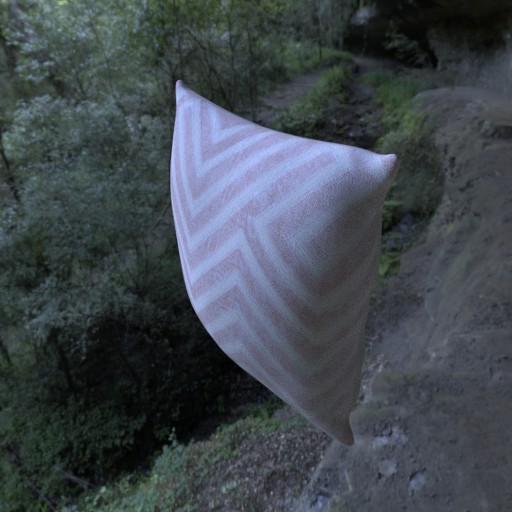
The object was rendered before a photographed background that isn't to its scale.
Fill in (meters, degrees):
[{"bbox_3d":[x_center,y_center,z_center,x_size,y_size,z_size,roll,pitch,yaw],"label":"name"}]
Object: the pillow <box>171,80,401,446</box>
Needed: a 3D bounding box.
[{"bbox_3d":[0.000,0.000,0.664,0.182,0.441,0.440,-21,37,-30],"label":"pillow"}]
